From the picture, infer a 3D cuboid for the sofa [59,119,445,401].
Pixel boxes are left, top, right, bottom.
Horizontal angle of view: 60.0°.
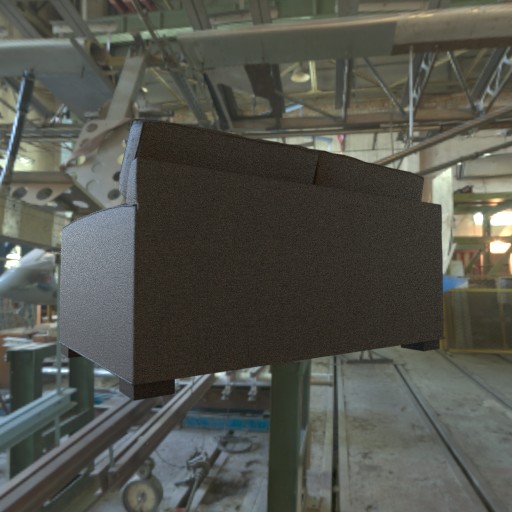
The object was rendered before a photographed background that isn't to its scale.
[{"bbox_3d":[0.000,0.000,2.087,1.534,0.887,0.974,2,-3,-35],"label":"sofa"}]
